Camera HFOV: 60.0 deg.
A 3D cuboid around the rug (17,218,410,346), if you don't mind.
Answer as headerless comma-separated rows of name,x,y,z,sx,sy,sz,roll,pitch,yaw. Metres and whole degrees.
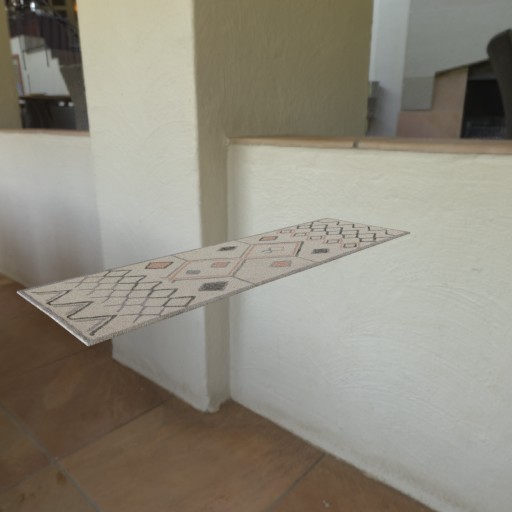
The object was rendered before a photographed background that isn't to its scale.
rug,0.000,0.000,2.653,2.435,0.011,0.750,-16,23,-43
